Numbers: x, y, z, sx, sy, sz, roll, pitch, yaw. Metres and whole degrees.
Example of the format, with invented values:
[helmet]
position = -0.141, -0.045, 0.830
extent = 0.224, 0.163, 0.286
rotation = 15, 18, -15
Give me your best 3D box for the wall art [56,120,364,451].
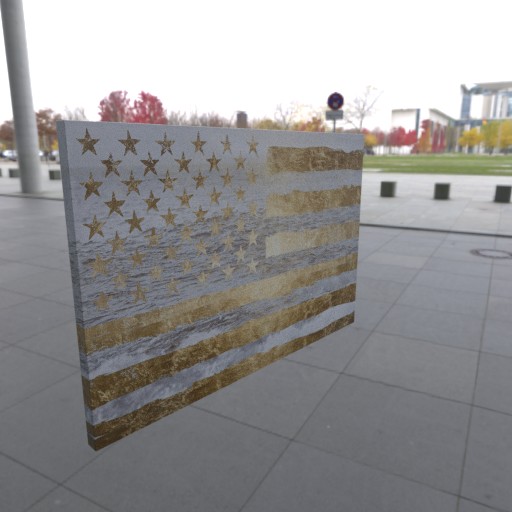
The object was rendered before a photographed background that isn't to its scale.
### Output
[wall art]
position = 0.000, 0.000, 1.387
extent = 0.041, 0.762, 1.145
rotation = 13, 18, 43
